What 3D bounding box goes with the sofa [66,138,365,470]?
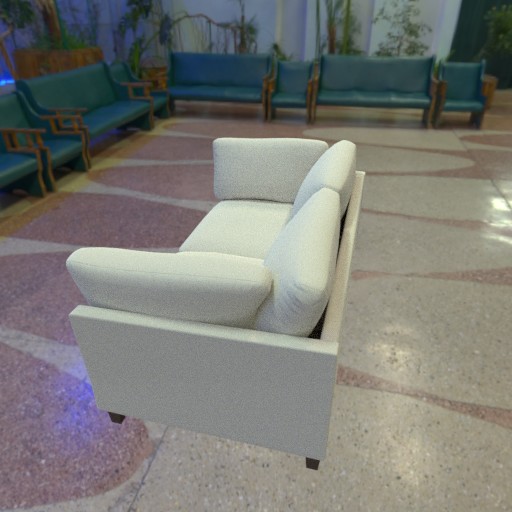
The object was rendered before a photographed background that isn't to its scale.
[{"bbox_3d":[0.000,0.000,2.270,0.970,0.836,1.776,8,31,13],"label":"sofa"}]
